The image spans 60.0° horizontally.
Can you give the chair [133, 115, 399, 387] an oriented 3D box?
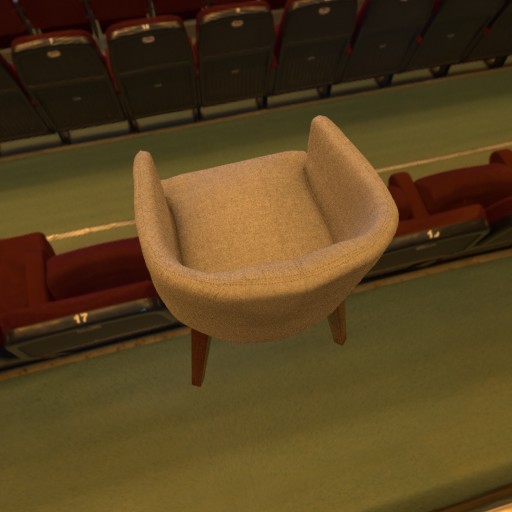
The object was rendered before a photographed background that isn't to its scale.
[{"bbox_3d":[0.000,0.000,1.279,0.583,0.811,0.655,-14,59,-8],"label":"chair"}]
